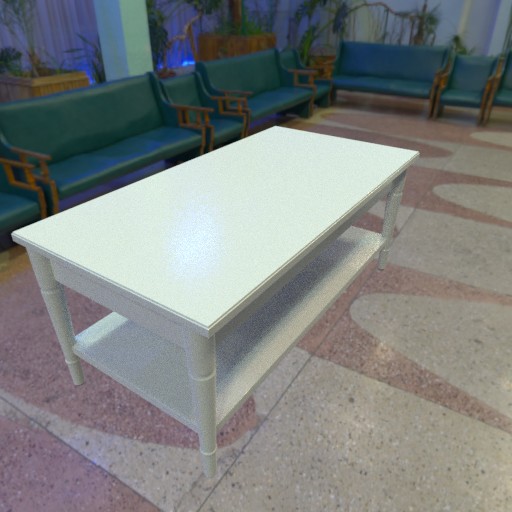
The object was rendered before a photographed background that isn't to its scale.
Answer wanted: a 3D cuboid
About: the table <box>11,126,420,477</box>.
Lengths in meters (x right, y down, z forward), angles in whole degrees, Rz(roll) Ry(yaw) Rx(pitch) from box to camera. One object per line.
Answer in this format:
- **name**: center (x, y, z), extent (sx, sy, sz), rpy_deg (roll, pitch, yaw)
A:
- **table**: center (0.000, 0.000, 1.320), extent (0.559, 0.457, 1.067), rpy_deg (20, 36, 29)
